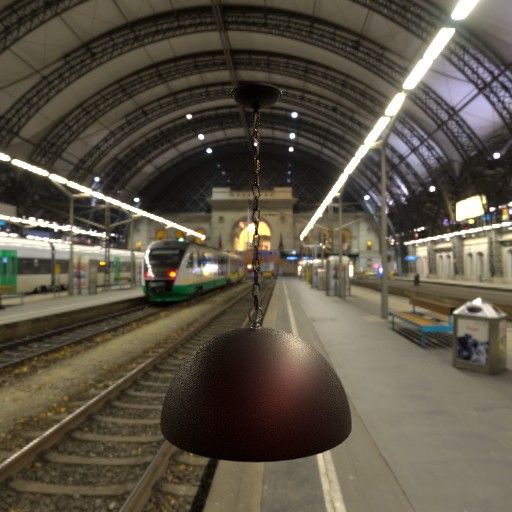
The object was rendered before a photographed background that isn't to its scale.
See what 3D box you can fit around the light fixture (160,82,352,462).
[{"bbox_3d":[0.000,0.000,1.173,0.492,0.869,0.492,1,-2,-18],"label":"light fixture"}]
